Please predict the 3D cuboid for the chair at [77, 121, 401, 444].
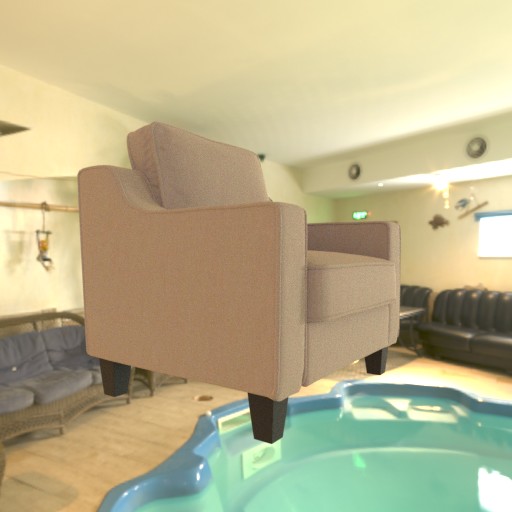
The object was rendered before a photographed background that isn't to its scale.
[{"bbox_3d":[0.000,0.000,1.659,0.882,0.948,0.922,0,0,36],"label":"chair"}]
